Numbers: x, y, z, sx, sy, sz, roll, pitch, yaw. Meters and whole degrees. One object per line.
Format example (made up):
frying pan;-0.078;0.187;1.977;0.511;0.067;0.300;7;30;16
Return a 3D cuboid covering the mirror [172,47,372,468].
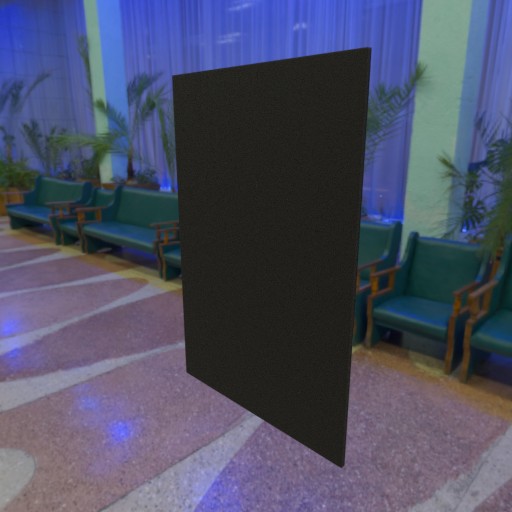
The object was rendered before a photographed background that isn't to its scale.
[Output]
mirror;0.000;0.000;1.144;0.039;0.914;0.613;-15;22;-43
